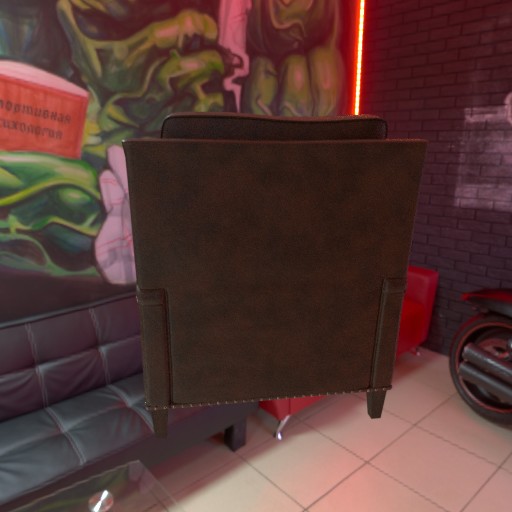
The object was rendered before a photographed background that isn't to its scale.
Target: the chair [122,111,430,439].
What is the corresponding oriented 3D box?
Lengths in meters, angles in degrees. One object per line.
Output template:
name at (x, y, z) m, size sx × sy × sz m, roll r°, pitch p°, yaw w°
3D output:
chair at (0.000, 0.000, 1.788) m, size 0.854 × 1.054 × 1.035 m, roll -2°, pitch 14°, yaw -8°
